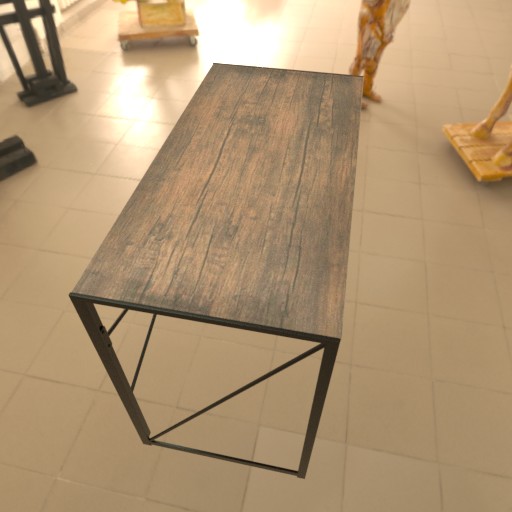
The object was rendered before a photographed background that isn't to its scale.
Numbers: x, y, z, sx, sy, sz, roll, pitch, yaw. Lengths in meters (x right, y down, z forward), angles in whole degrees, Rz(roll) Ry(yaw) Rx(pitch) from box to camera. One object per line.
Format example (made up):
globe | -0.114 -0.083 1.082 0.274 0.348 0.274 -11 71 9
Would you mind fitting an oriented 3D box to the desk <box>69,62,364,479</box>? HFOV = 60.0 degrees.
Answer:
desk | 0.000 0.000 1.402 0.505 0.747 1.015 9 48 8
